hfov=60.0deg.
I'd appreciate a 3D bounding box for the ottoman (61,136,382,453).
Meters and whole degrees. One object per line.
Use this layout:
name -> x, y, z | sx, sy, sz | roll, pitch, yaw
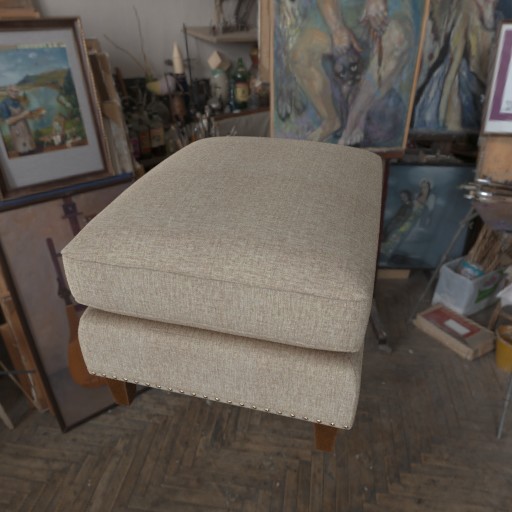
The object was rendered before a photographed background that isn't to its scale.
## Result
ottoman -> 0.000, 0.000, 1.147 | 0.584, 0.513, 0.741 | 8, 32, 13
